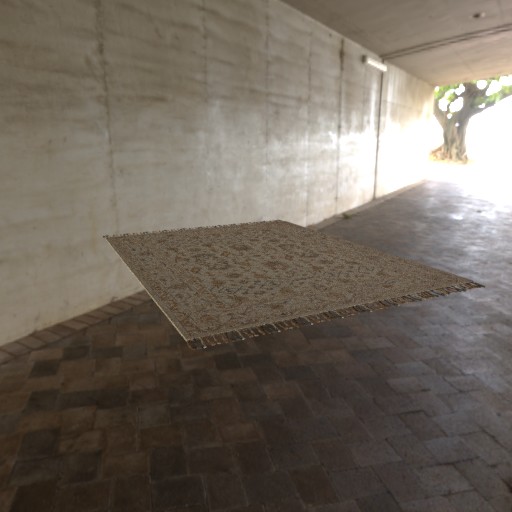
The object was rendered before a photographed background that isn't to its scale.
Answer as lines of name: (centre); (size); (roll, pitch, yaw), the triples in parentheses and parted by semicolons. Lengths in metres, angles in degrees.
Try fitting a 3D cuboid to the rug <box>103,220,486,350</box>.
rug: (0.000, 0.000, 2.293); (1.278, 0.009, 1.726); (-7, 17, -26)
